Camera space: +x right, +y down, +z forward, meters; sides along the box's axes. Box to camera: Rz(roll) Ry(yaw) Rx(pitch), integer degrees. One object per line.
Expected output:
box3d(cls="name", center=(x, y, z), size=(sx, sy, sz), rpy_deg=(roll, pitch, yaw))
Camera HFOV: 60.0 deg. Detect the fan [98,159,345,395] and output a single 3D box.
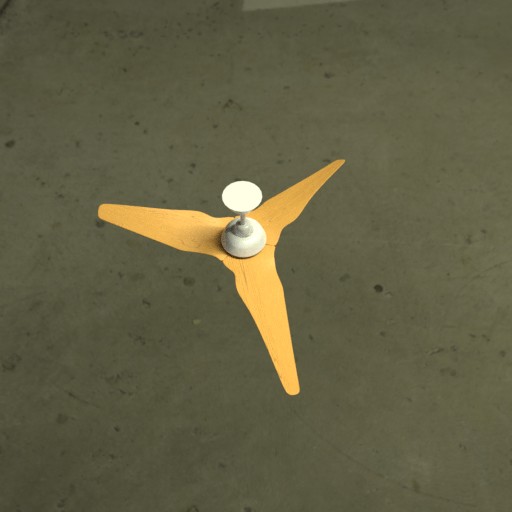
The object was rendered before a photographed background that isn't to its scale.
box3d(cls="fan", center=(0.000, 0.000, 1.669), size=(1.142, 0.355, 1.010), rpy_deg=(-14, 58, -9))
